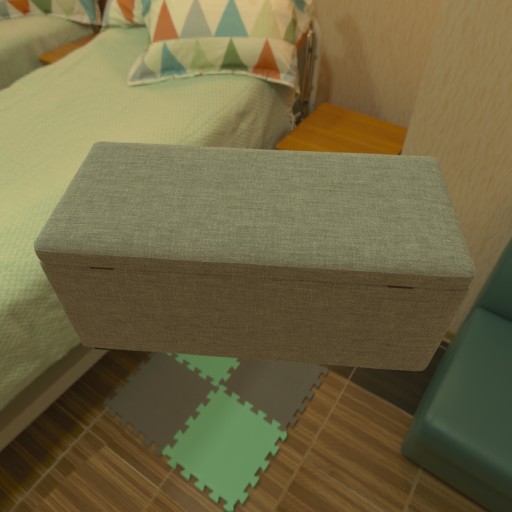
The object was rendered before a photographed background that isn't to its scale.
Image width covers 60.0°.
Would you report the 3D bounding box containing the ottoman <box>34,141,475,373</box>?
[{"bbox_3d":[0.000,0.000,1.136,0.902,0.432,0.419,3,47,3],"label":"ottoman"}]
